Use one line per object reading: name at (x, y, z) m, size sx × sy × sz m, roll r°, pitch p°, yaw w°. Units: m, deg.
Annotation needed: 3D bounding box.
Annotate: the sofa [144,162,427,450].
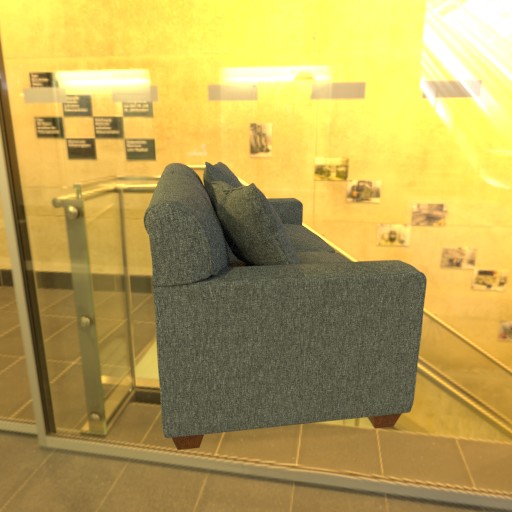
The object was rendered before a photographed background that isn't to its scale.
sofa at (0.000, 0.000, 2.393) m, size 0.998 × 0.958 × 1.846 m, roll -3°, pitch 16°, yaw -9°
